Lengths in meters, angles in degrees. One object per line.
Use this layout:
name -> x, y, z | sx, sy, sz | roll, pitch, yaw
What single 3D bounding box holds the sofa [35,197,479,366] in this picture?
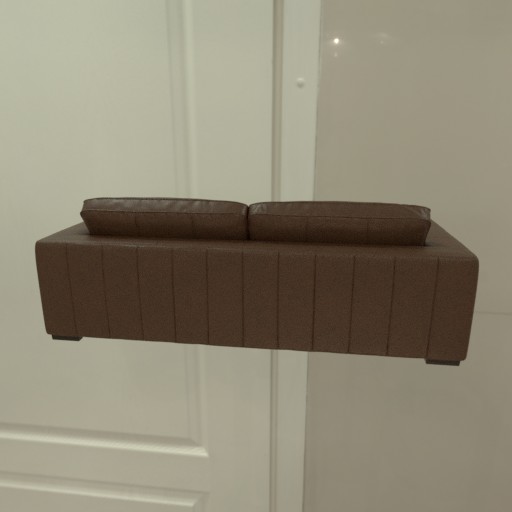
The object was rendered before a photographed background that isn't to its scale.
sofa -> 0.000, 0.000, 2.741 | 2.262, 0.801, 1.070 | 2, 17, 7
